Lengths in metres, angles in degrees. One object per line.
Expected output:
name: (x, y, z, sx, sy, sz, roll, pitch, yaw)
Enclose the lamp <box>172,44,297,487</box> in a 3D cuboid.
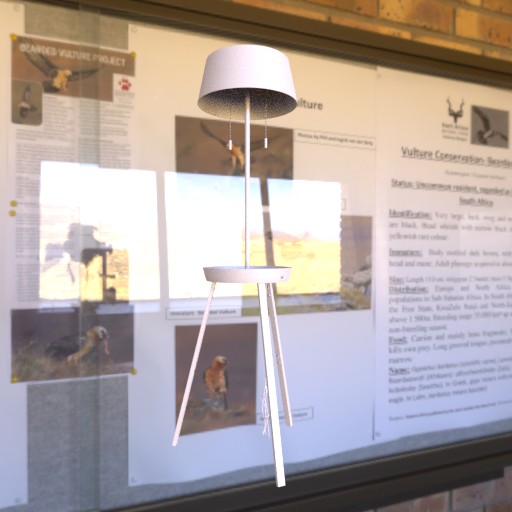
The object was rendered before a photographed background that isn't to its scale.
lamp: (0.000, 0.000, 1.672, 0.508, 1.429, 0.468, 1, 1, 37)
